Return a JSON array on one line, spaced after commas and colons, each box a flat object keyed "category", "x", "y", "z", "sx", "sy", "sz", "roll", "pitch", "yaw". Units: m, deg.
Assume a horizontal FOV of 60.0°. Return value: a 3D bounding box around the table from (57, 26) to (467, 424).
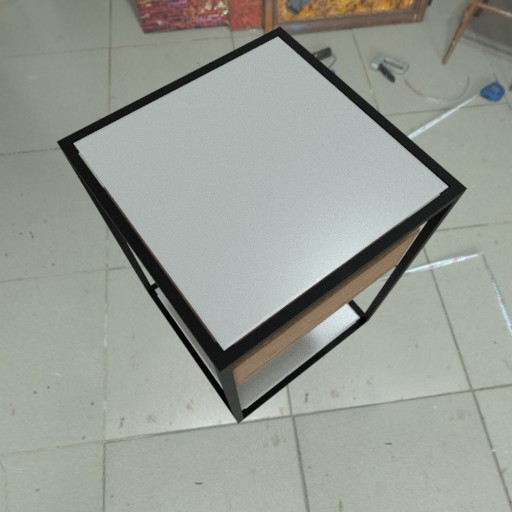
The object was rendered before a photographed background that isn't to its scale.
[{"category": "table", "x": 0.000, "y": 0.000, "z": 0.813, "sx": 0.378, "sy": 0.540, "sz": 0.378, "roll": -34, "pitch": 69, "yaw": -15}]
